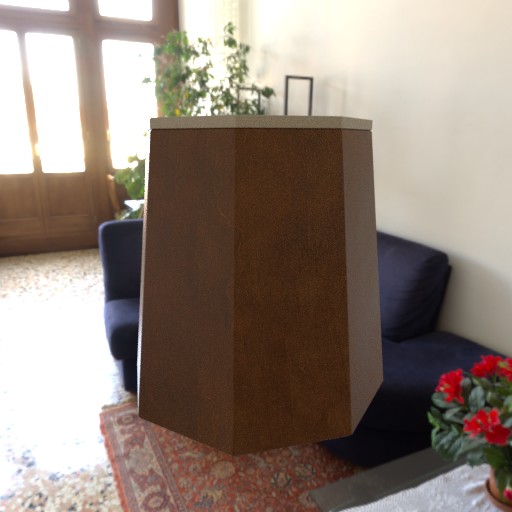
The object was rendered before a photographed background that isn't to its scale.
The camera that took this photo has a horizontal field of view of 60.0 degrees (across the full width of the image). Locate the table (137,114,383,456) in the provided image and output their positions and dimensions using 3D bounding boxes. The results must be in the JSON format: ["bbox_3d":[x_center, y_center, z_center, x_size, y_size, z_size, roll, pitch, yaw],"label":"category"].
[{"bbox_3d":[0.000,0.000,0.782,0.439,0.457,0.439,8,17,27],"label":"table"}]
